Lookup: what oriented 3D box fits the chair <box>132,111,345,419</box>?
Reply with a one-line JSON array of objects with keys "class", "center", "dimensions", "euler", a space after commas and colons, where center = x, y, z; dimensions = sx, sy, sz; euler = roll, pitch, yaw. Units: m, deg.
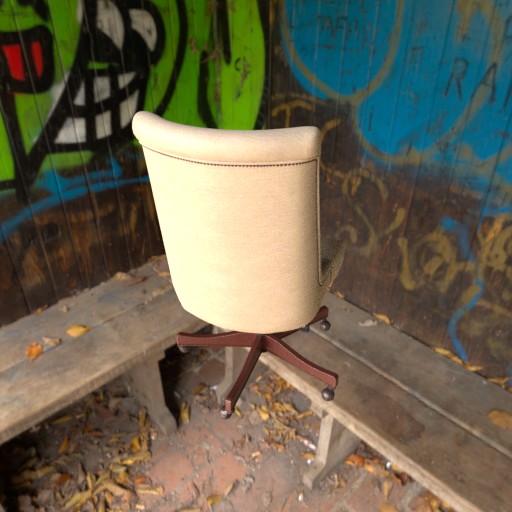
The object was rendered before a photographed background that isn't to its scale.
[{"class": "chair", "center": [0.000, 0.000, 1.458], "dimensions": [0.645, 1.010, 0.696], "euler": [10, 34, 15]}]
